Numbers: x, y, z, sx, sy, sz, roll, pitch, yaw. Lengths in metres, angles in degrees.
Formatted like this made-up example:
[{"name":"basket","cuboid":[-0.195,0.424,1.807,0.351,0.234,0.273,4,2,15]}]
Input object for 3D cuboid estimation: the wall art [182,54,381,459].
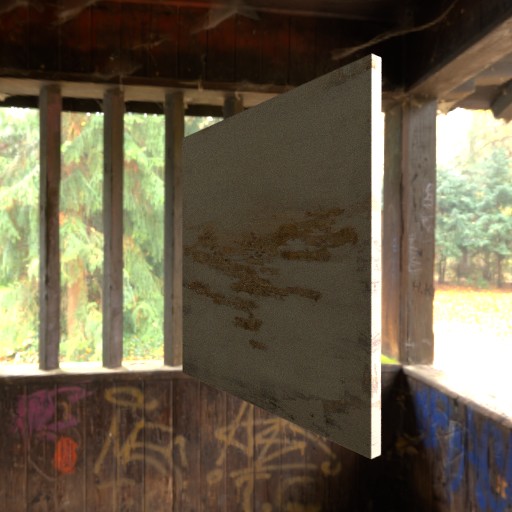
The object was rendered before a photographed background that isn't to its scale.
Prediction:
[{"name":"wall art","cuboid":[0.000,0.000,1.529,0.040,1.018,1.015,0,0,-37]}]
